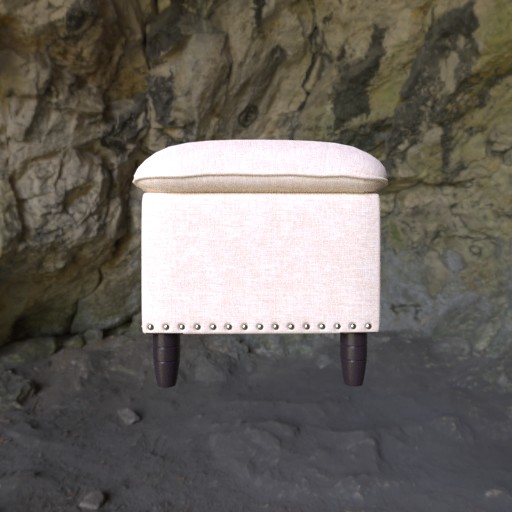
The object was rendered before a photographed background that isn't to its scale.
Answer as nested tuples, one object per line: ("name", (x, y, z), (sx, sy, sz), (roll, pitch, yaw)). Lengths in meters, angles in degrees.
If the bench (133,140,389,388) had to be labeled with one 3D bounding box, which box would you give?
("bench", (0.000, 0.000, 1.261), (0.483, 0.483, 0.991), (0, 0, -1))
